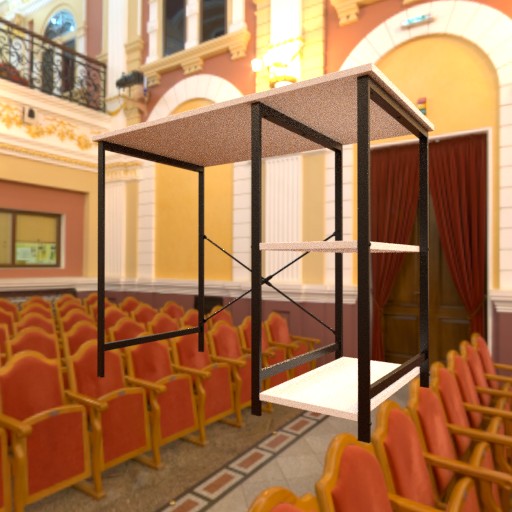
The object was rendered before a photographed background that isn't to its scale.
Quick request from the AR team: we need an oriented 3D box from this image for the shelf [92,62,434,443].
[{"bbox_3d":[0.000,0.000,1.325,0.902,0.750,0.498,0,-1,35],"label":"shelf"}]
